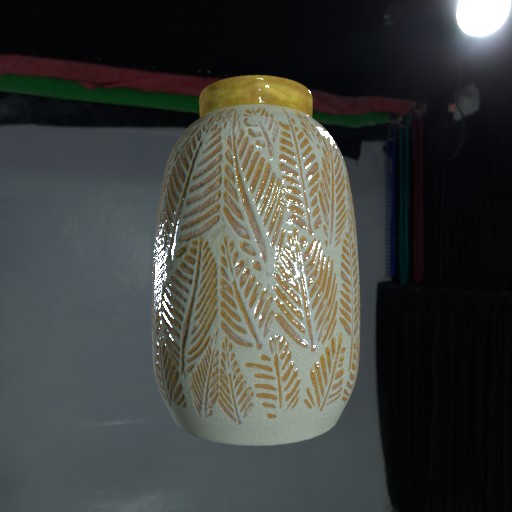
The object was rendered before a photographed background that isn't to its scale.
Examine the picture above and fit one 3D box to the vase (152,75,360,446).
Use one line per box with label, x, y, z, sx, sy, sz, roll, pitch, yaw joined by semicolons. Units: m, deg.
vase;0.000;0.000;0.377;0.172;0.270;0.172;0;-2;0
